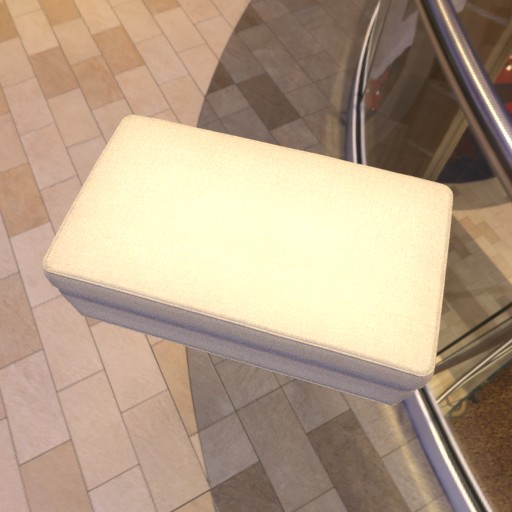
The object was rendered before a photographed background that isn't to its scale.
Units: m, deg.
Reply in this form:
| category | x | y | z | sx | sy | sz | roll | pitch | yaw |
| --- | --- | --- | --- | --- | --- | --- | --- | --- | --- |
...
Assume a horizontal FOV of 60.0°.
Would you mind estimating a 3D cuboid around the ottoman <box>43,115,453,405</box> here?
| category | x | y | z | sx | sy | sz | roll | pitch | yaw |
| --- | --- | --- | --- | --- | --- | --- | --- | --- | --- |
| ottoman | 0.000 | 0.000 | 1.438 | 1.097 | 0.461 | 0.617 | 15 | 64 | 7 |
